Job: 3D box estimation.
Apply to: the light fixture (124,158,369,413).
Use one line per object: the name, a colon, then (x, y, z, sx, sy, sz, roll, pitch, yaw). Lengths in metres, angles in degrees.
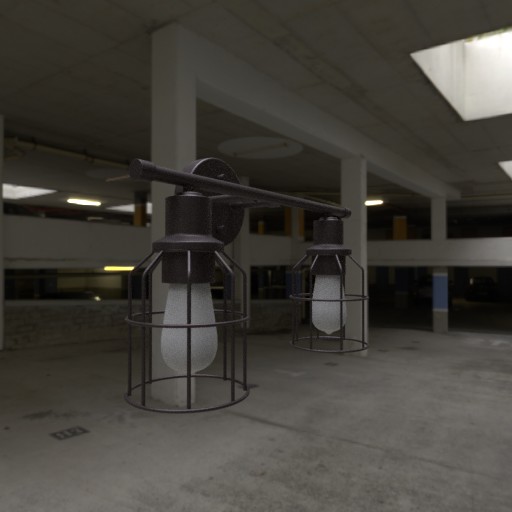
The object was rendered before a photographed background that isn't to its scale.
light fixture: (0.000, 0.000, 0.538, 0.165, 0.254, 0.406, 0, -1, 36)
